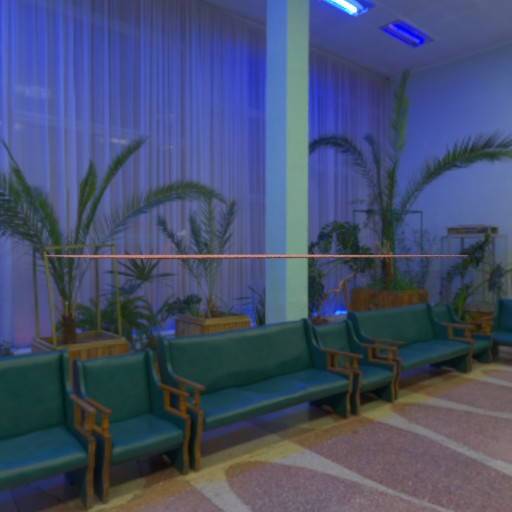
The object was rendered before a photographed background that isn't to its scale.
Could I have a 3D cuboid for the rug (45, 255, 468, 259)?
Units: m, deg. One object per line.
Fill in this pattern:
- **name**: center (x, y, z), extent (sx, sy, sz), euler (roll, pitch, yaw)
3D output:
- **rug**: center (0.000, 0.000, 2.744), extent (2.112, 0.009, 1.594), euler (0, 0, -36)
